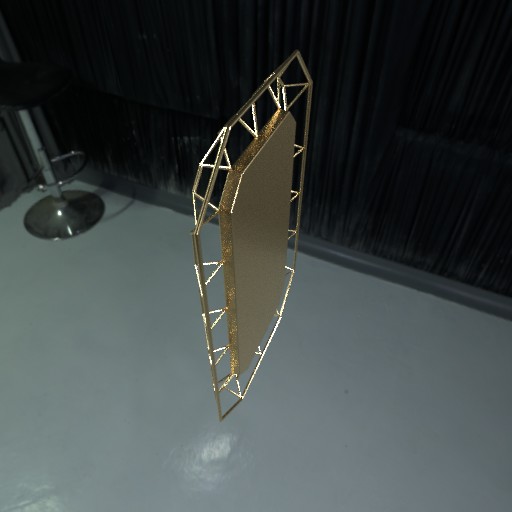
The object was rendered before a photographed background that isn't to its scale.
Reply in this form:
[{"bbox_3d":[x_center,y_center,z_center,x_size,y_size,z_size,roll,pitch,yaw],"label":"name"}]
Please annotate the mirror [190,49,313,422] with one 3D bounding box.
[{"bbox_3d":[0.000,0.000,1.081,0.051,0.870,0.572,17,48,16],"label":"mirror"}]
